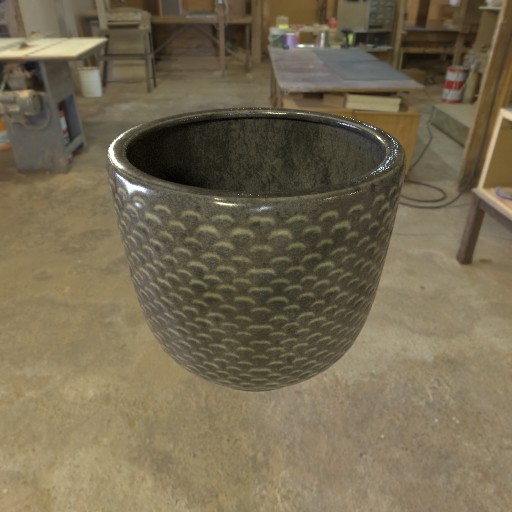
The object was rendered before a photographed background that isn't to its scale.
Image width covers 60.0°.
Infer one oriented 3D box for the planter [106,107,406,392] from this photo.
[{"bbox_3d":[0.000,0.000,0.244,0.140,0.129,0.140,0,31,0],"label":"planter"}]
